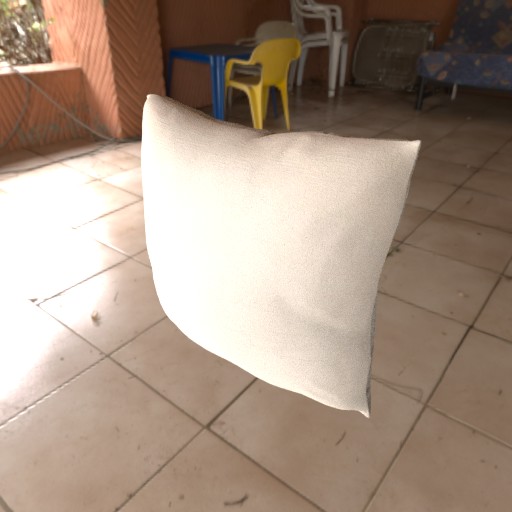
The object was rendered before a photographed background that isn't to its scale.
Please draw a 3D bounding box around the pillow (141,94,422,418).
[{"bbox_3d":[0.000,0.000,0.710,0.450,0.448,0.245,21,37,31],"label":"pillow"}]
